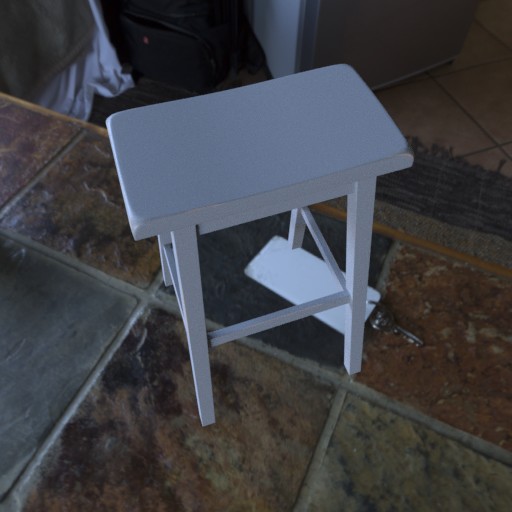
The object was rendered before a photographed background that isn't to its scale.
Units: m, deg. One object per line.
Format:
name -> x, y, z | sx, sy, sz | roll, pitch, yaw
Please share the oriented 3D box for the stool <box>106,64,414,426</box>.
stool -> 0.000, 0.000, 1.014 | 0.457, 0.737, 0.476 | -16, 59, -10
